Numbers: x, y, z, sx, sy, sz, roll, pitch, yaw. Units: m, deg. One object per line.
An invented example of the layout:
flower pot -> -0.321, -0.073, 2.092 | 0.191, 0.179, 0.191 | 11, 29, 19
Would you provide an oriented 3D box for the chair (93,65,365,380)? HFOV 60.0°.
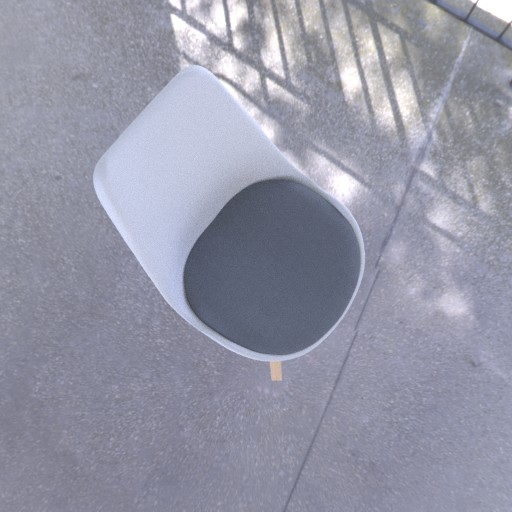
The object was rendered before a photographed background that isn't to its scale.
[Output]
chair -> 0.000, 0.000, 1.173 | 0.550, 0.850, 0.485 | 36, 78, 9
